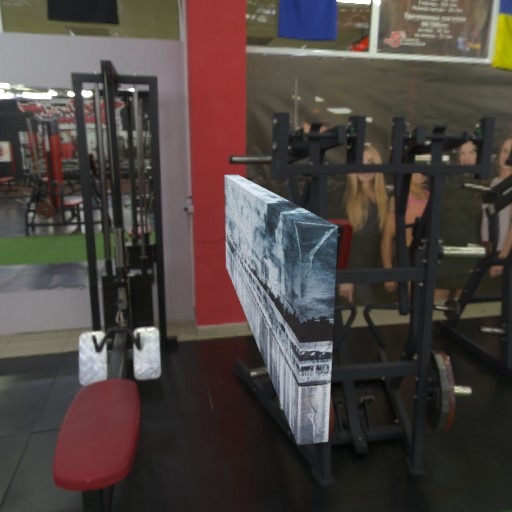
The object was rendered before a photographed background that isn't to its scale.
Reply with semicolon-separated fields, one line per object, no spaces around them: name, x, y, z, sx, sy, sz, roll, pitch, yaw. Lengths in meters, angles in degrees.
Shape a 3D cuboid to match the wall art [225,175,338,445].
wall art;0.000;0.000;0.836;0.037;0.251;0.759;-2;14;-10
